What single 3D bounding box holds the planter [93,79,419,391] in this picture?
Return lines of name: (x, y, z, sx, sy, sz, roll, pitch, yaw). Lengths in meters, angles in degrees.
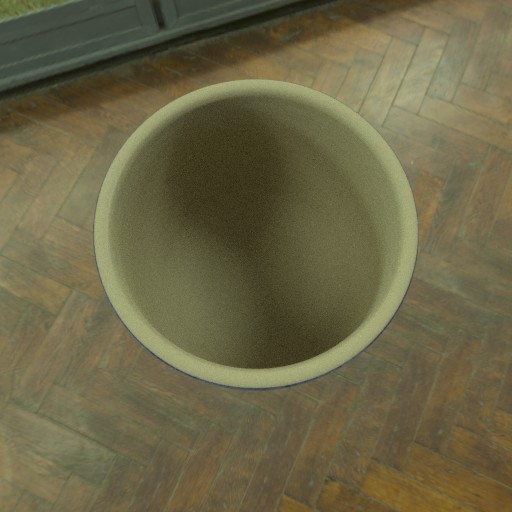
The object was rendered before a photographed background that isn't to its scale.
planter: (0.000, 0.000, 0.292, 0.165, 0.149, 0.165, 0, 76, 0)
